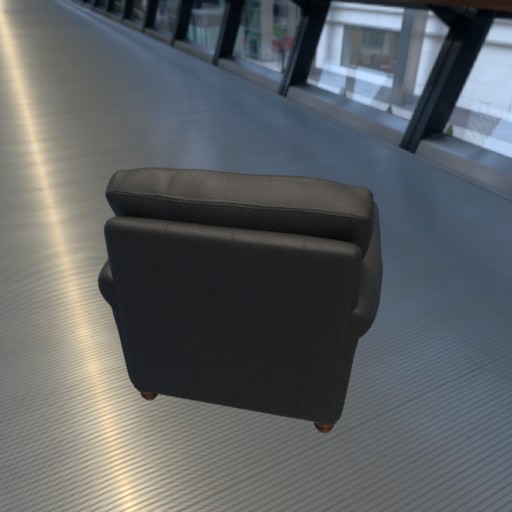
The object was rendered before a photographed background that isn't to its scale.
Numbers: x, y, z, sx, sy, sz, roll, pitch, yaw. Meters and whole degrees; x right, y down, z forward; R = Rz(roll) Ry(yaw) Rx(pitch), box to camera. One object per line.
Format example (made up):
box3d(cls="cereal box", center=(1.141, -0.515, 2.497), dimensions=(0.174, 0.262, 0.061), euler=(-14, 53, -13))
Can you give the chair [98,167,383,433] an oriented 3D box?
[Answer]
box3d(cls="chair", center=(0.000, 0.000, 1.835), dimensions=(1.015, 0.960, 1.027), euler=(9, 33, 15))
